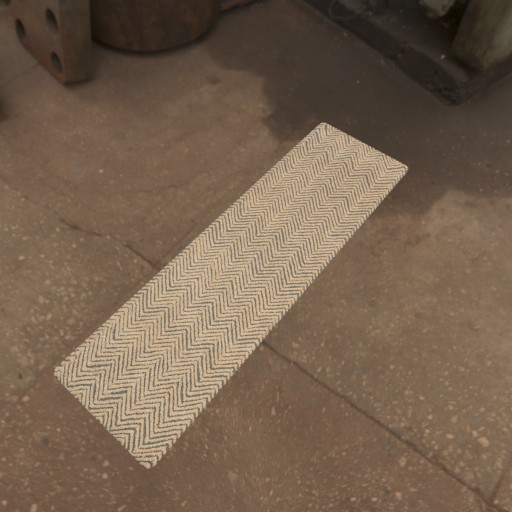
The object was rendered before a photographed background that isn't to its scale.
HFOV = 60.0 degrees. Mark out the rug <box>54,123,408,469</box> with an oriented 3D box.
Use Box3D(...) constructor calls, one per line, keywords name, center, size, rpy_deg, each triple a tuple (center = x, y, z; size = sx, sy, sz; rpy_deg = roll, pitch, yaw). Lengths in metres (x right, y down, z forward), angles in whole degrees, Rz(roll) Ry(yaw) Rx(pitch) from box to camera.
Box3D(name="rug", center=(0.000, 0.000, 2.495), size=(0.686, 0.008, 2.286), rpy_deg=(35, 64, 20))
